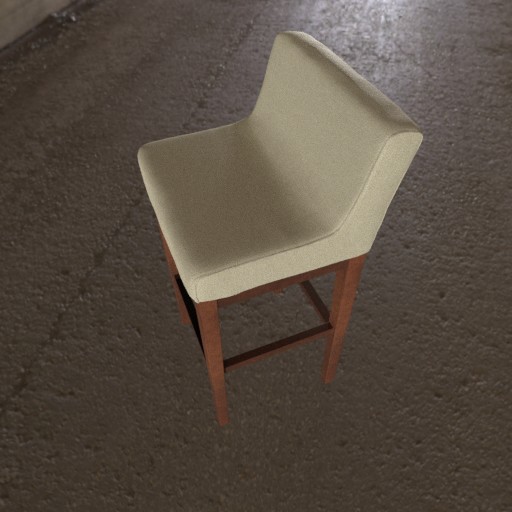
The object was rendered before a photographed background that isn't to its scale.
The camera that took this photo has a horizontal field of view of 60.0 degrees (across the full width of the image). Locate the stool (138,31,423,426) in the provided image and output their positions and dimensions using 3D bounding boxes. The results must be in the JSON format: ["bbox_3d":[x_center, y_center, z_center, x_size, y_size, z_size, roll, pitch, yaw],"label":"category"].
[{"bbox_3d":[0.000,0.000,1.289,0.500,1.037,0.511,-17,50,-15],"label":"stool"}]
